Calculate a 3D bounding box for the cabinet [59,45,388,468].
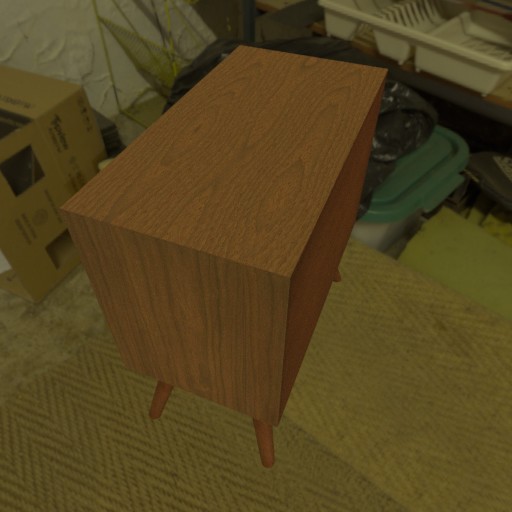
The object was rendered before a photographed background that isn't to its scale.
[{"bbox_3d":[0.000,0.000,1.143,0.388,0.748,0.712,16,48,15],"label":"cabinet"}]
